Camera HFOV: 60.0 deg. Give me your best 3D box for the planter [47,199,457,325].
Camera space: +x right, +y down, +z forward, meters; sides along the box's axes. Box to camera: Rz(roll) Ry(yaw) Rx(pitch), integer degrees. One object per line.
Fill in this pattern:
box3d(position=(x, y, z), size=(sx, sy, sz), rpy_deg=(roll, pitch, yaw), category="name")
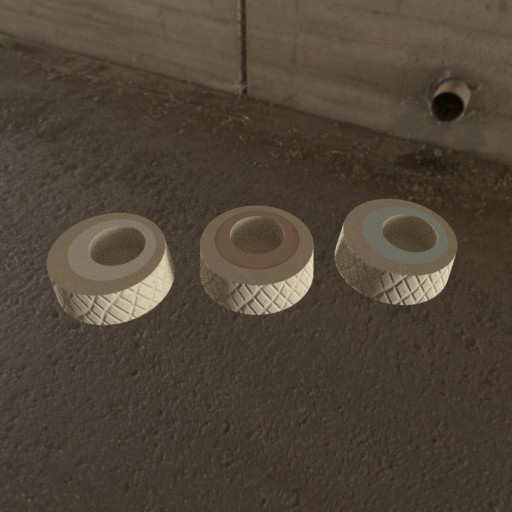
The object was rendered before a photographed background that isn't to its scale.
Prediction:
box3d(position=(0.000, 0.000, 0.432), size=(0.390, 0.038, 0.114), rpy_deg=(-3, 46, -3), category="planter")
